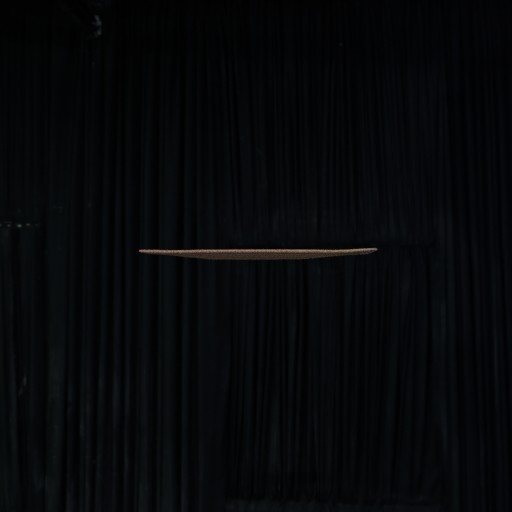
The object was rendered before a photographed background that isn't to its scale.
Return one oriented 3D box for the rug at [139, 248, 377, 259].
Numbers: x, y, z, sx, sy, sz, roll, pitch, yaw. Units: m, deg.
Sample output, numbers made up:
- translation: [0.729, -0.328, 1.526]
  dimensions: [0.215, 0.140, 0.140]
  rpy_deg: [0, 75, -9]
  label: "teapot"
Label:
- translation: [0.000, 0.000, 2.693]
  dimensions: [0.799, 0.030, 2.444]
  rpy_deg: [0, -1, 0]
  label: "rug"
